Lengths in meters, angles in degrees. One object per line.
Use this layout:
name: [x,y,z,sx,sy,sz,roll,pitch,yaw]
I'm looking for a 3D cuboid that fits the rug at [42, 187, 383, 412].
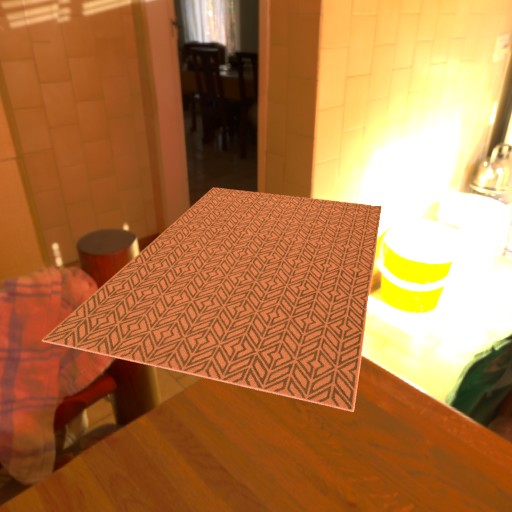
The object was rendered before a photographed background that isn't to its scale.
rug: [0.000,0.000,2.362,1.220,0.007,1.828,8,30,15]
